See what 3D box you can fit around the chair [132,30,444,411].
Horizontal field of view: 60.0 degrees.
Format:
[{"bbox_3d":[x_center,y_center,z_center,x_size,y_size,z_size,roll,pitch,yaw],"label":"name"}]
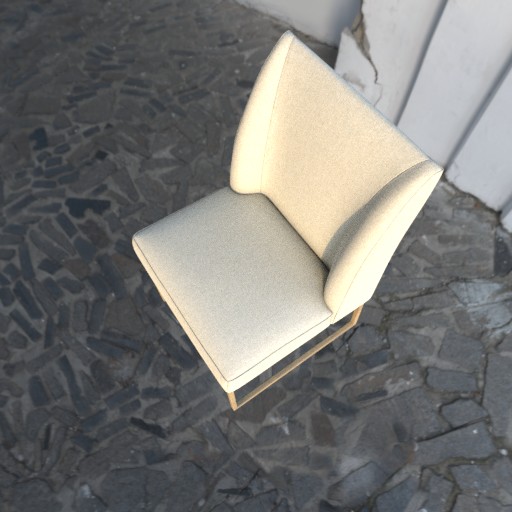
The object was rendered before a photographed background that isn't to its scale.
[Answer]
[{"bbox_3d":[0.000,0.000,1.191,0.522,0.863,0.508,-32,67,-15],"label":"chair"}]
